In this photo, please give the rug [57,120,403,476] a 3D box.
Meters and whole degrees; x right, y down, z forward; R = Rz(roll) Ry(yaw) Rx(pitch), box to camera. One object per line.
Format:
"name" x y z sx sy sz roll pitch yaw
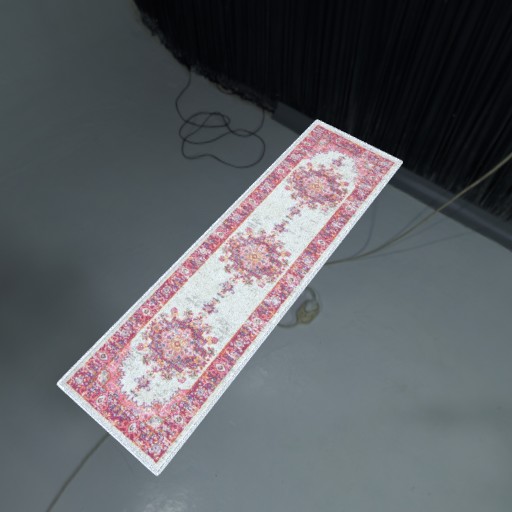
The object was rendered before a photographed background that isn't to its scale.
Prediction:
"rug" 0.000 0.000 2.490 0.666 0.011 2.294 33 64 18
